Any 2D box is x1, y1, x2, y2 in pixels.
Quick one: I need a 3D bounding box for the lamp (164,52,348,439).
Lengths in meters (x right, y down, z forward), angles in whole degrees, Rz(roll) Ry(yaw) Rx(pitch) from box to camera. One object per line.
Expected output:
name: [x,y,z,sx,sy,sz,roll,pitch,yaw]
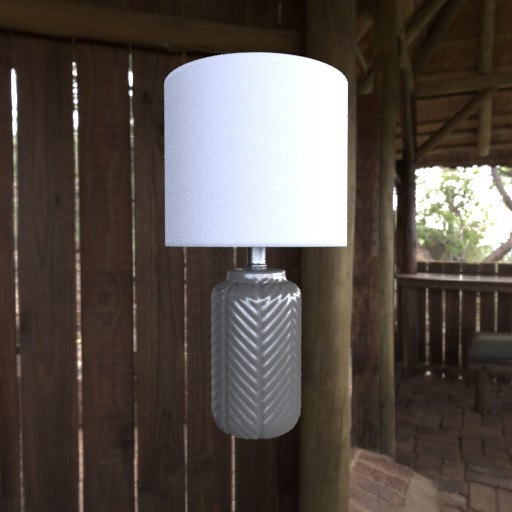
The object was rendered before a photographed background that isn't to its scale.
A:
lamp: [0.000,0.000,0.507,0.203,0.389,0.203,-1,2,-39]
